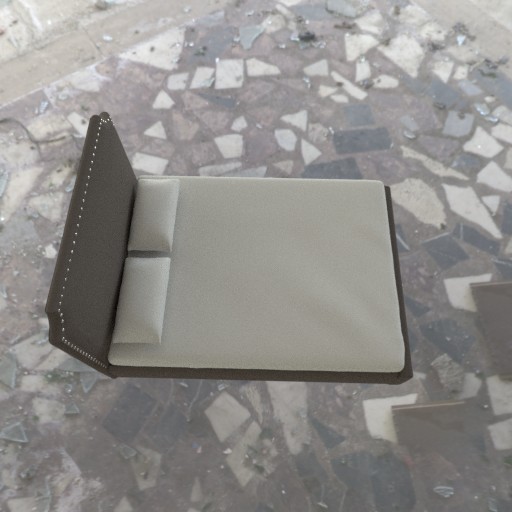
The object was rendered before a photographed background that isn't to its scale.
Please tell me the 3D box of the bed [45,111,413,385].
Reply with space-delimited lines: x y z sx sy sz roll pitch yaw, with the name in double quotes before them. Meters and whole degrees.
"bed" 0.000 0.000 3.386 2.372 1.443 1.713 1 65 1
